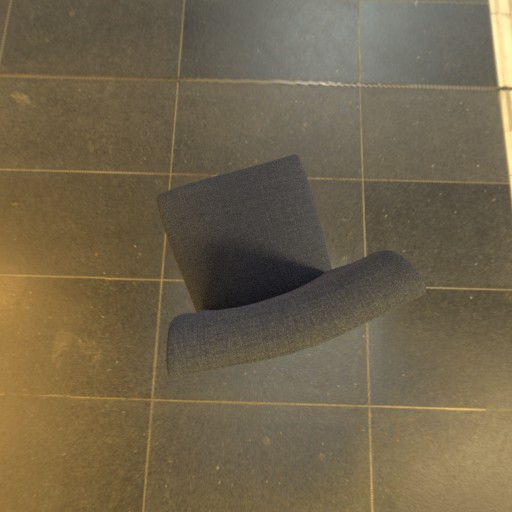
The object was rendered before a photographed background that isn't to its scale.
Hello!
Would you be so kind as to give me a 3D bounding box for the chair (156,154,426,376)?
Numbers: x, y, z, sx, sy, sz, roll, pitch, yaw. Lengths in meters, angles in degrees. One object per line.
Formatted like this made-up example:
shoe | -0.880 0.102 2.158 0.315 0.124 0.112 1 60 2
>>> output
chair | 0.000 0.000 1.341 0.513 0.988 0.608 -17 77 -4
